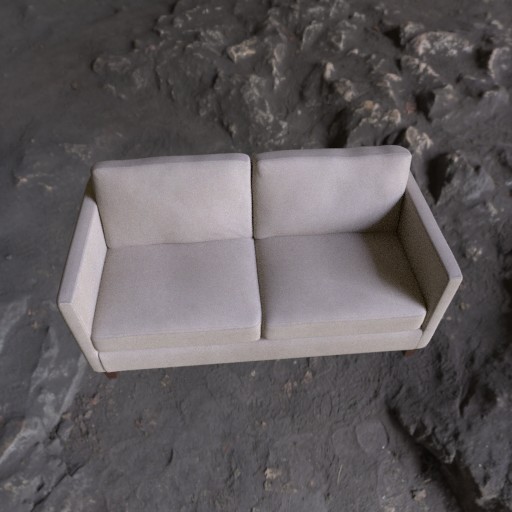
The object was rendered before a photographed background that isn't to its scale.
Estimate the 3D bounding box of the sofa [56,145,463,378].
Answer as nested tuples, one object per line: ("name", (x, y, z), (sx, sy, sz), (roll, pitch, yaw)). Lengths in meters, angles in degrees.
("sofa", (0.000, 0.000, 2.443), (1.846, 0.940, 0.950), (-3, 48, -3))
